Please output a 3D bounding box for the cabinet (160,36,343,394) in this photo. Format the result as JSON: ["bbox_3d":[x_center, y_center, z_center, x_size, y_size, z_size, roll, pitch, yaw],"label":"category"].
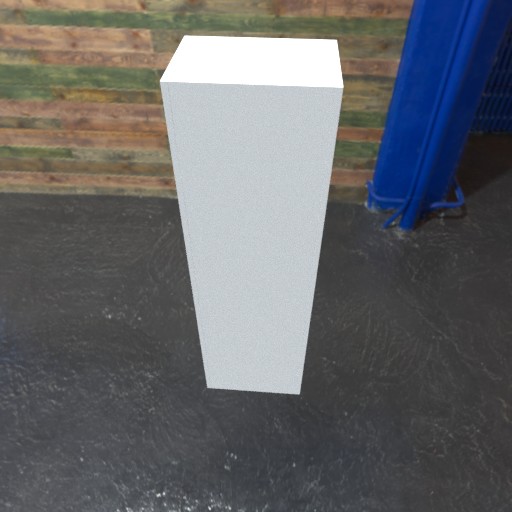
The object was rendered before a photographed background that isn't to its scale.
[{"bbox_3d":[0.000,0.000,1.544,0.400,1.350,0.300,3,45,3],"label":"cabinet"}]
